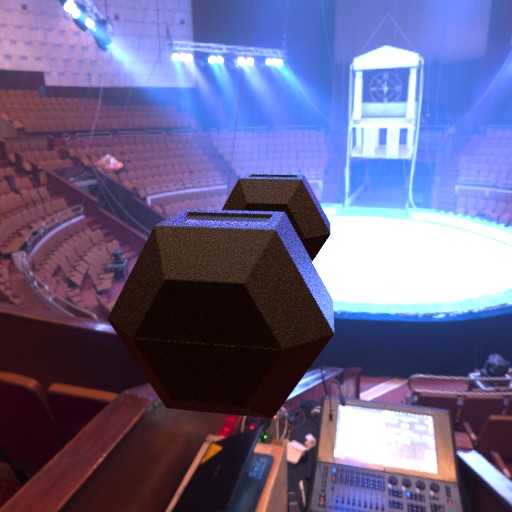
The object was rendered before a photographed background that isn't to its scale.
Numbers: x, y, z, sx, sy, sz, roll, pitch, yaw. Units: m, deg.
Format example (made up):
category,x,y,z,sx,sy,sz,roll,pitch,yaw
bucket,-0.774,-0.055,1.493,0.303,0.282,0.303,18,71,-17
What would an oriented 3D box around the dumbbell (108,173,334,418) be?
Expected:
category,x,y,z,sx,sy,sz,roll,pitch,yaw
dumbbell,0.000,0.000,0.314,0.106,0.092,0.272,2,16,9
